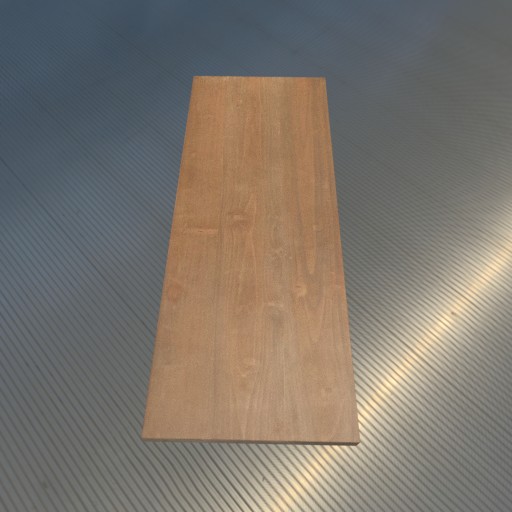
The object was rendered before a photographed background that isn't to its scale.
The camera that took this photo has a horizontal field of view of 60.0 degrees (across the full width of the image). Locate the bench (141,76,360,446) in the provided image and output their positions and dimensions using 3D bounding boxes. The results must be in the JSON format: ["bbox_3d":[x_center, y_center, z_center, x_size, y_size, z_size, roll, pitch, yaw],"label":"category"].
[{"bbox_3d":[0.000,0.000,1.430,0.458,0.458,1.183,1,59,1],"label":"bench"}]
